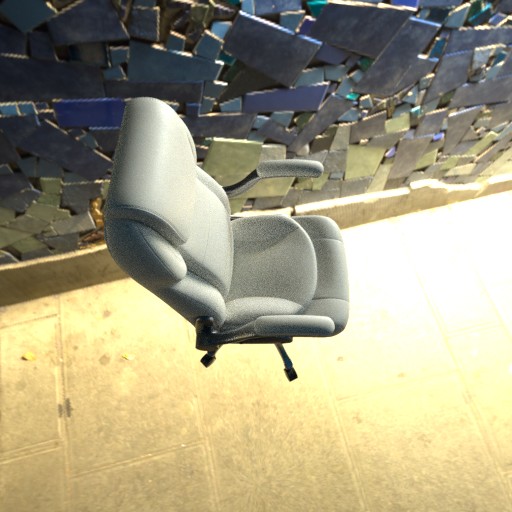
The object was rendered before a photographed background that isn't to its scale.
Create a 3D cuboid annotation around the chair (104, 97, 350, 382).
[{"bbox_3d":[0.000,0.000,1.796,0.806,1.330,0.755,1,63,0],"label":"chair"}]
